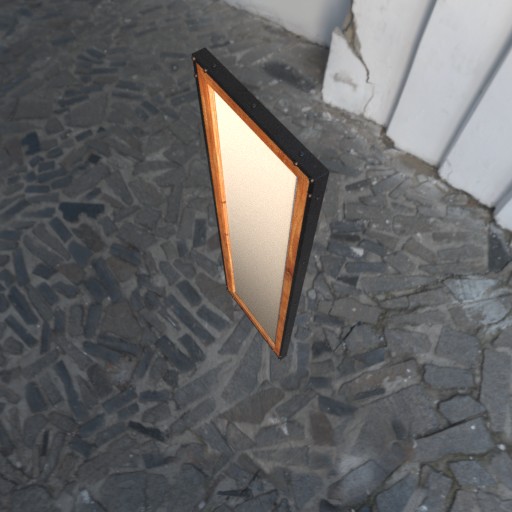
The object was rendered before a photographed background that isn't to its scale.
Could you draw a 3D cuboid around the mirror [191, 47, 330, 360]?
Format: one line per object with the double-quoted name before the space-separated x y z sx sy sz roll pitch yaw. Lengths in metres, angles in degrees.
"mirror" 0.000 0.000 1.214 0.042 1.080 0.354 -33 67 -16
